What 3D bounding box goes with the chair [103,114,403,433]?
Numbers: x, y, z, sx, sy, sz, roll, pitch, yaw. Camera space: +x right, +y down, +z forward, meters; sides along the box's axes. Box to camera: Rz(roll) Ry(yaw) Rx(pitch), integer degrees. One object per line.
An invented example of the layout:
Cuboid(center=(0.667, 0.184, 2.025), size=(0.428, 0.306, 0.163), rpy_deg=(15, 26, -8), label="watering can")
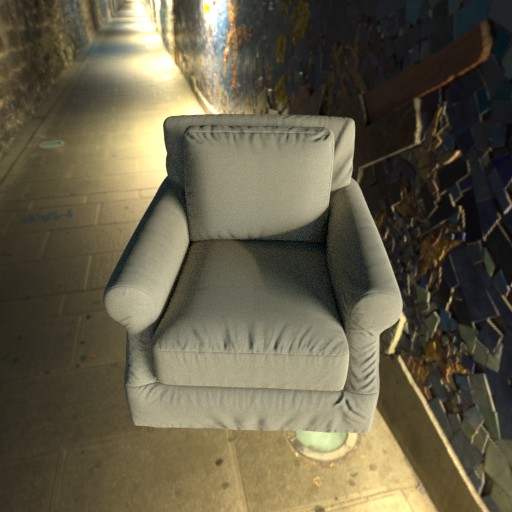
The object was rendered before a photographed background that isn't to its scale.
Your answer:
Cuboid(center=(0.000, 0.000, 1.727), size=(0.940, 0.866, 1.066), rpy_deg=(1, 31, 2), label="chair")
